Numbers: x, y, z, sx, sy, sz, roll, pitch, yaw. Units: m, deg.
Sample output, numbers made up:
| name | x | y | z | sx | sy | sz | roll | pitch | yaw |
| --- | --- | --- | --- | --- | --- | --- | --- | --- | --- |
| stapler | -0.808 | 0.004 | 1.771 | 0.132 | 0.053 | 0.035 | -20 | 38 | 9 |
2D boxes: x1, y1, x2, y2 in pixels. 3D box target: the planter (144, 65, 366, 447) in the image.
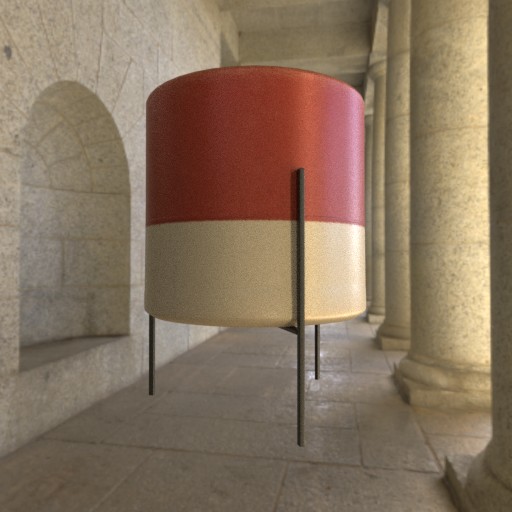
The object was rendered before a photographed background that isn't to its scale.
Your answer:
| name | x | y | z | sx | sy | sz | roll | pitch | yaw |
| --- | --- | --- | --- | --- | --- | --- | --- | --- | --- |
| planter | 0.000 | 0.000 | 0.706 | 0.345 | 0.465 | 0.354 | 0 | -1 | -18 |
